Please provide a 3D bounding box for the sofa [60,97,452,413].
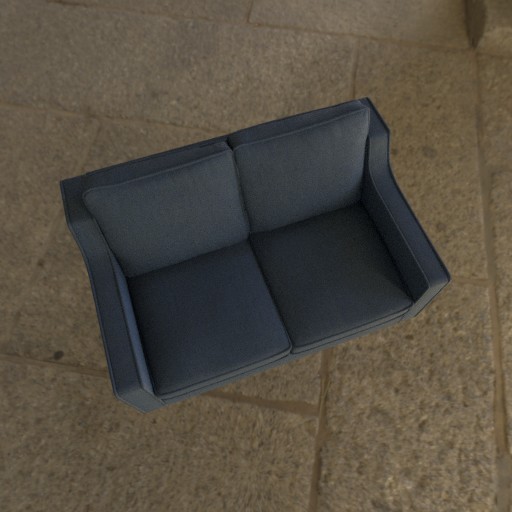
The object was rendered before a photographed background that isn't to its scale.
[{"bbox_3d":[0.000,0.000,2.165,1.501,0.971,0.987,-18,66,-8],"label":"sofa"}]
